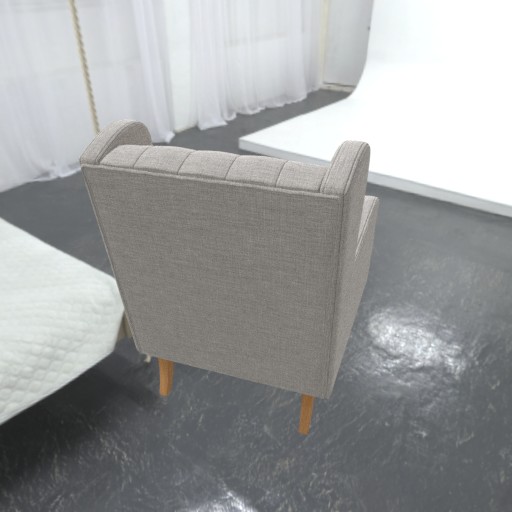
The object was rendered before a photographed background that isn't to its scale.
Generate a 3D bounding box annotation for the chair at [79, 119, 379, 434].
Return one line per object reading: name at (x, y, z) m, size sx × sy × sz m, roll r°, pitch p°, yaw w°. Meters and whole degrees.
chair at (0.000, 0.000, 1.457) m, size 0.710 × 0.930 × 0.760 m, roll 10°, pitch 33°, yaw 15°
